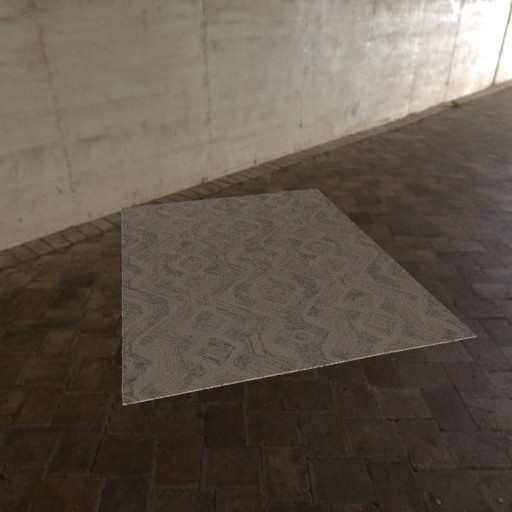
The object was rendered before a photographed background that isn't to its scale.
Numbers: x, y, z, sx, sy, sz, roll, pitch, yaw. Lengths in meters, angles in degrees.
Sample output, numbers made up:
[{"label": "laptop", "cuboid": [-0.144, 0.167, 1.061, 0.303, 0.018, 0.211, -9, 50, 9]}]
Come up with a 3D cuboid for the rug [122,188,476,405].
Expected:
[{"label": "rug", "cuboid": [0.000, 0.000, 4.148, 2.430, 0.030, 3.054, -7, 30, -13]}]
